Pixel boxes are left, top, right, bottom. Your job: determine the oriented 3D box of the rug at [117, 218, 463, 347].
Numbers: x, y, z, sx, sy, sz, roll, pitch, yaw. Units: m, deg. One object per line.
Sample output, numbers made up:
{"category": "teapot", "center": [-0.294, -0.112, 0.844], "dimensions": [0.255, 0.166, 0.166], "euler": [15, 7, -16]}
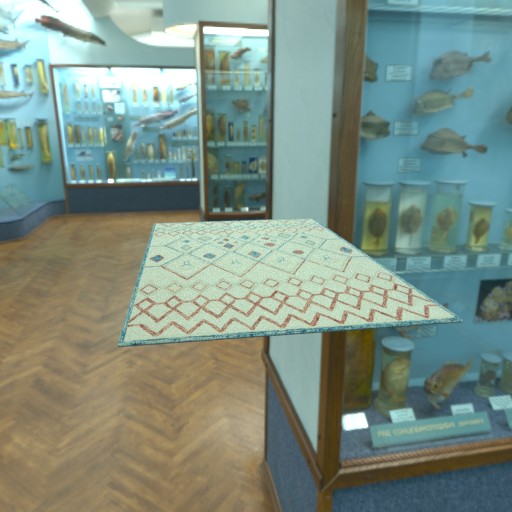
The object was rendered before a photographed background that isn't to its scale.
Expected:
{"category": "rug", "center": [0.000, 0.000, 3.057], "dimensions": [1.524, 0.015, 2.438], "euler": [-3, 16, -9]}
